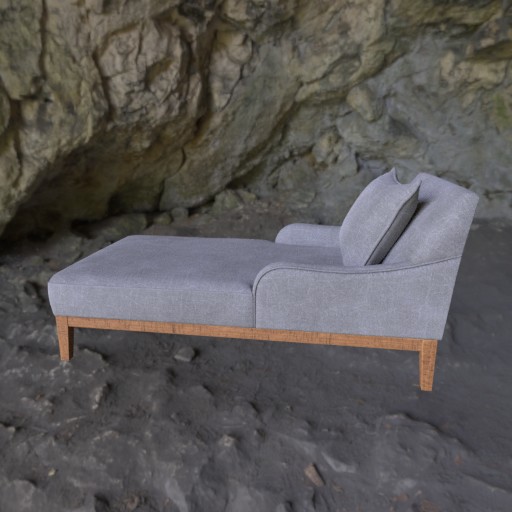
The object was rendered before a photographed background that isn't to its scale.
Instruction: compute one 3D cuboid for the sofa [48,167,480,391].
[{"bbox_3d":[0.000,0.000,2.250,1.779,0.859,0.894,2,16,9],"label":"sofa"}]
